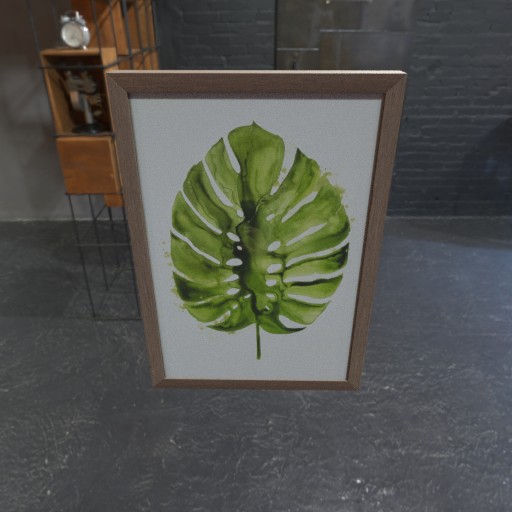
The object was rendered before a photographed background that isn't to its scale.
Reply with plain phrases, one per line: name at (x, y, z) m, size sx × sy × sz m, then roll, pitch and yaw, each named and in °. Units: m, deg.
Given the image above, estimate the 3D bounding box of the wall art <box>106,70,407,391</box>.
wall art at (0.000, 0.000, 0.660) m, size 0.358 × 0.510 × 0.032 m, roll 0°, pitch 28°, yaw 1°
